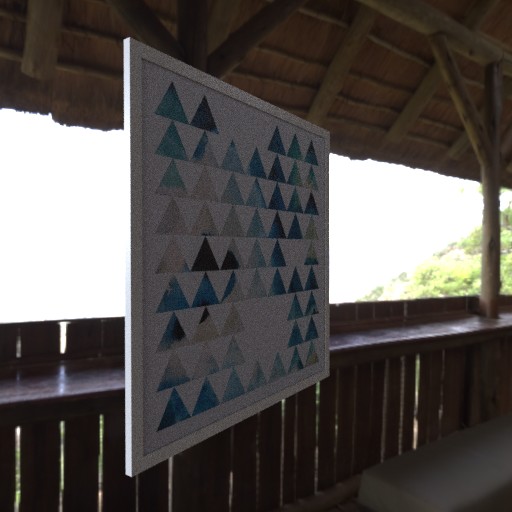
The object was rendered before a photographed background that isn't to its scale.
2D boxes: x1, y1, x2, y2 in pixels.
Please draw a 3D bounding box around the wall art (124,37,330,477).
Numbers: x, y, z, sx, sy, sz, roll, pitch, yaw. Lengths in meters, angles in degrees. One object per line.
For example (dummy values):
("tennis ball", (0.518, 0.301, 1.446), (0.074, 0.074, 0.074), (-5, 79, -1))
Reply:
("wall art", (0.000, 0.000, 0.790), (0.012, 0.557, 0.557), (1, 1, 36))
